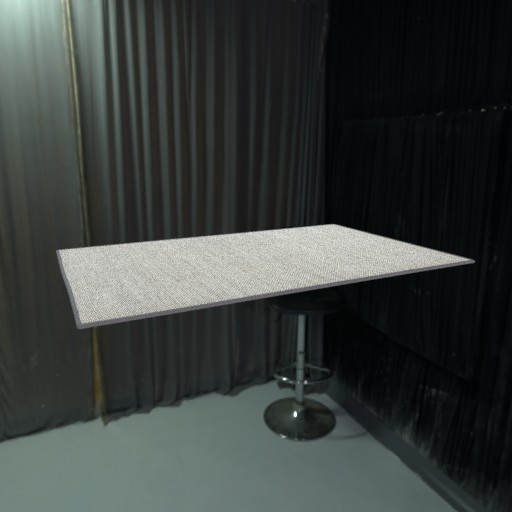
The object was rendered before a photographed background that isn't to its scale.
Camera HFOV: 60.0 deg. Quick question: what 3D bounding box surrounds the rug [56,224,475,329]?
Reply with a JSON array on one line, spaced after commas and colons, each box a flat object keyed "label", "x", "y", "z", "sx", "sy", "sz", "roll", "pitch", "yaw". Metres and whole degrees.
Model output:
[{"label": "rug", "x": 0.000, "y": 0.000, "z": 2.086, "sx": 1.676, "sy": 0.013, "sz": 1.067, "roll": -7, "pitch": 16, "yaw": -26}]
